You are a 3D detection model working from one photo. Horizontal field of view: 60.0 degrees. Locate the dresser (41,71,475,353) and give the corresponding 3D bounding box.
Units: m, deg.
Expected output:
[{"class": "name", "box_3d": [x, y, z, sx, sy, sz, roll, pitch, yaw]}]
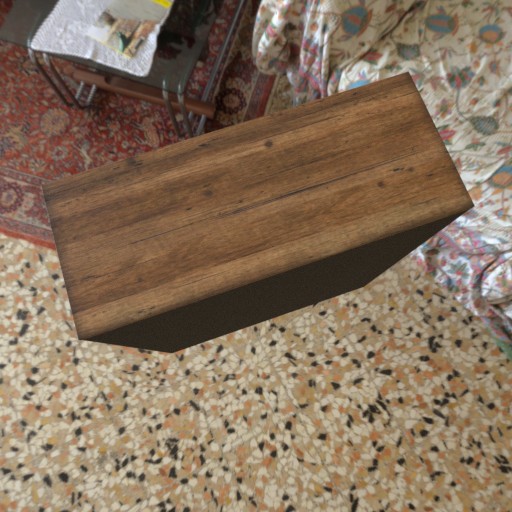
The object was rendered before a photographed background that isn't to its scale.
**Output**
[{"class": "dresser", "box_3d": [0.000, 0.000, 1.832, 1.067, 1.359, 0.438, -18, 77, -4]}]
